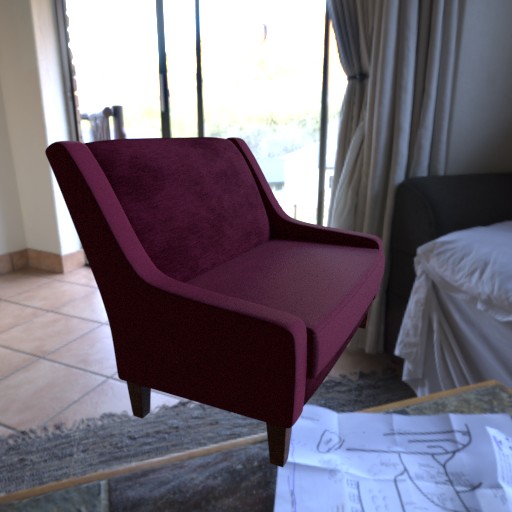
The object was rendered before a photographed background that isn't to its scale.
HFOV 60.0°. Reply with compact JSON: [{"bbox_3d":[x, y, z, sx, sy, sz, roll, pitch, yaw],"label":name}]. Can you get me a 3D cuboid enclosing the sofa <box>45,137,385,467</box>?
[{"bbox_3d":[0.000,0.000,1.899,0.946,0.976,1.242,8,17,25],"label":"sofa"}]
